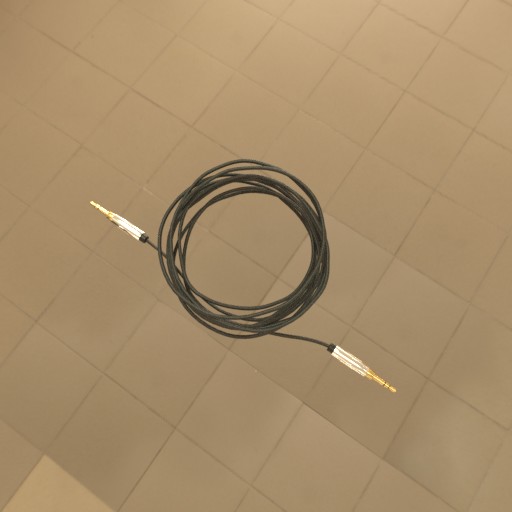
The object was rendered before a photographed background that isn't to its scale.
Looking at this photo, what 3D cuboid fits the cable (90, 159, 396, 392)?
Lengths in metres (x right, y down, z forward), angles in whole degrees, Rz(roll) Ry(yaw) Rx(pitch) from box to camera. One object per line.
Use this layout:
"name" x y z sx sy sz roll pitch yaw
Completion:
"cable" 0.000 0.000 0.515 0.432 0.069 0.198 33 78 8
